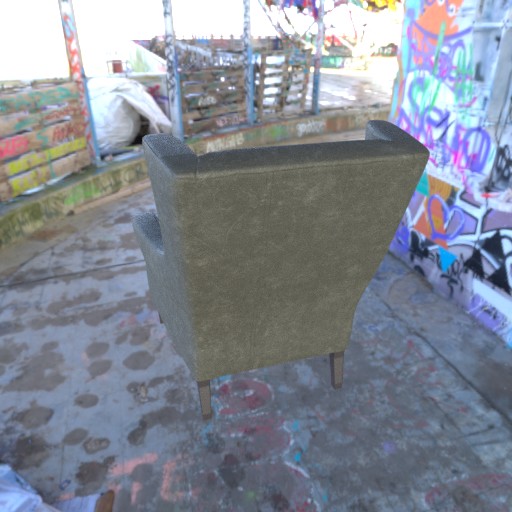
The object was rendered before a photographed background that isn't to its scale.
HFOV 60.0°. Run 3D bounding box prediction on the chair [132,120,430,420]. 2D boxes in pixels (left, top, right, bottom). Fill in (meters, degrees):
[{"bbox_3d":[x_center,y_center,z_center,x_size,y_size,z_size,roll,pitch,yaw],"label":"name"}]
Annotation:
[{"bbox_3d":[0.000,0.000,1.663,0.853,1.016,0.926,-8,28,-15],"label":"chair"}]
